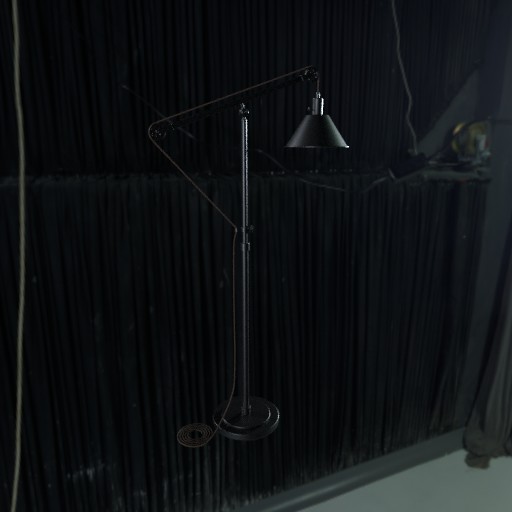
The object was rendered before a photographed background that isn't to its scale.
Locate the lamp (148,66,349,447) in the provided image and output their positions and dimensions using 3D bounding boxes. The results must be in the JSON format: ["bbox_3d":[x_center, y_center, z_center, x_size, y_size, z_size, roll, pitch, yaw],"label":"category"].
[{"bbox_3d":[0.000,0.000,1.984,0.904,1.626,0.319,-7,16,-27],"label":"lamp"}]
